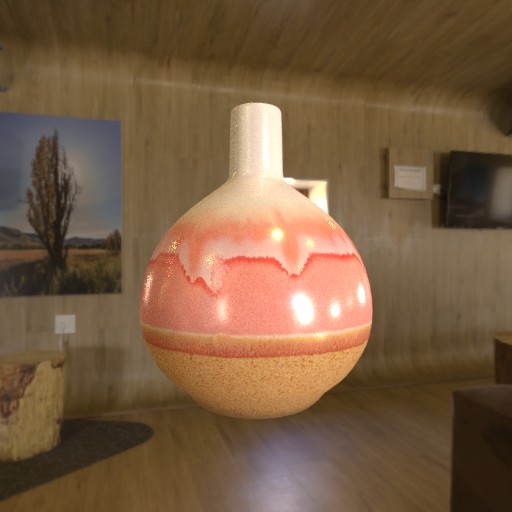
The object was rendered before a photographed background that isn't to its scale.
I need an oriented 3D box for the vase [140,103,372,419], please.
[{"bbox_3d":[0.000,0.000,0.269,0.137,0.176,0.137,0,0,0],"label":"vase"}]
